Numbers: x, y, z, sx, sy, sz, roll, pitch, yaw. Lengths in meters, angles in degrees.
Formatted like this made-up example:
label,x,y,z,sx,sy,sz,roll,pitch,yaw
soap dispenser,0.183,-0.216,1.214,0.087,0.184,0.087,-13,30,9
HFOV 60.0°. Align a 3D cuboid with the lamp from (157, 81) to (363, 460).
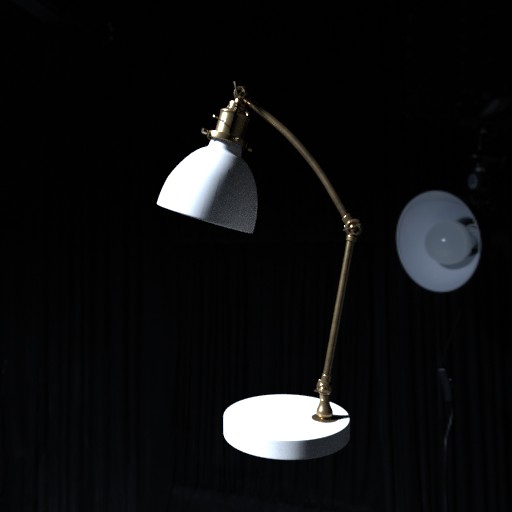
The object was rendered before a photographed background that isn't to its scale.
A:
label,x,y,z,sx,sy,sz,roll,pitch,yaw
lamp,0.000,0.000,0.673,0.317,0.522,0.186,0,0,17
